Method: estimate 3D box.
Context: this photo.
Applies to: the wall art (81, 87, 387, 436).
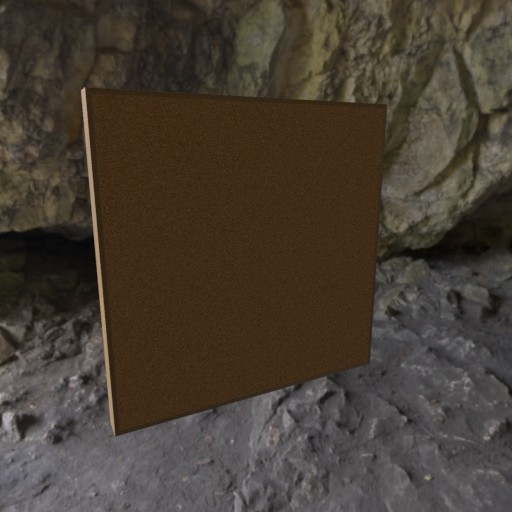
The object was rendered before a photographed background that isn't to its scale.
[{"bbox_3d":[0.000,0.000,0.758,0.513,0.511,0.038,-7,16,-27],"label":"wall art"}]
